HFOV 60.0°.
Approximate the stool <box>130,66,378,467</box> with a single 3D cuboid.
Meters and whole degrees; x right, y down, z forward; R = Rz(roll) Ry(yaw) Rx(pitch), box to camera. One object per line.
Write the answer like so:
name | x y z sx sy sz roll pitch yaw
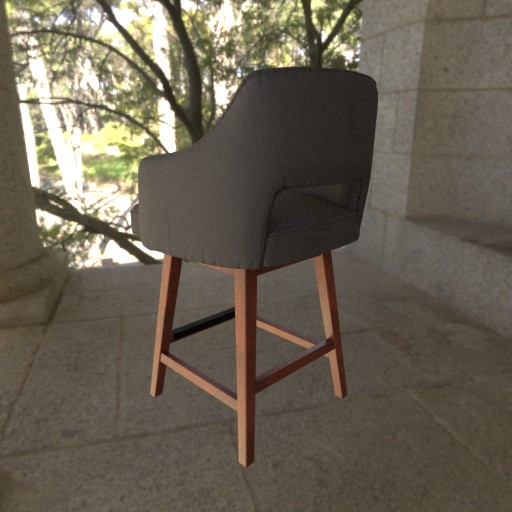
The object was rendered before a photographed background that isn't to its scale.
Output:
stool | 0.000 0.000 1.222 0.548 0.912 0.558 -16 22 -42
